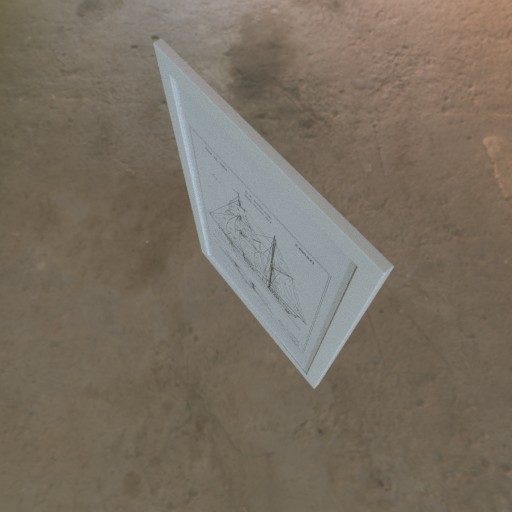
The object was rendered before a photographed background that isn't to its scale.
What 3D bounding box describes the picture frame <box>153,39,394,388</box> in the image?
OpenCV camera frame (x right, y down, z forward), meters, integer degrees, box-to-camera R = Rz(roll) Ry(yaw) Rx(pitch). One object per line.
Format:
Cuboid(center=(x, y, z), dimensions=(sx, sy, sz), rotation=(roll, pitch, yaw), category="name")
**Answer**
Cuboid(center=(0.000, 0.000, 0.693), dimensions=(0.012, 0.534, 0.381), rotation=(-35, 68, -16), category="picture frame")
